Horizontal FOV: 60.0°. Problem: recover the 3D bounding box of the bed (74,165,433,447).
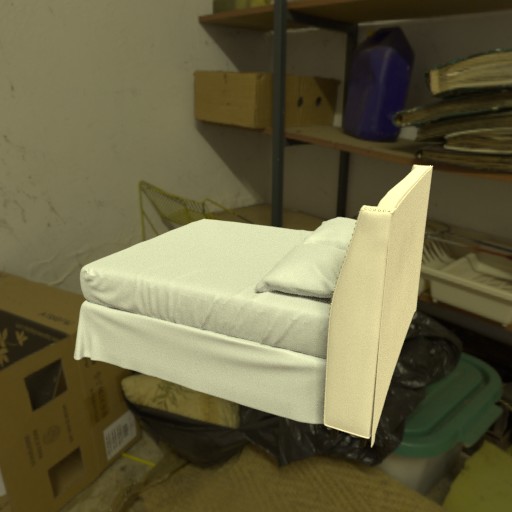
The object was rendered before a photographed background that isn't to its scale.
[{"bbox_3d":[0.000,0.000,3.420,2.276,1.332,1.925,9,20,24],"label":"bed"}]
